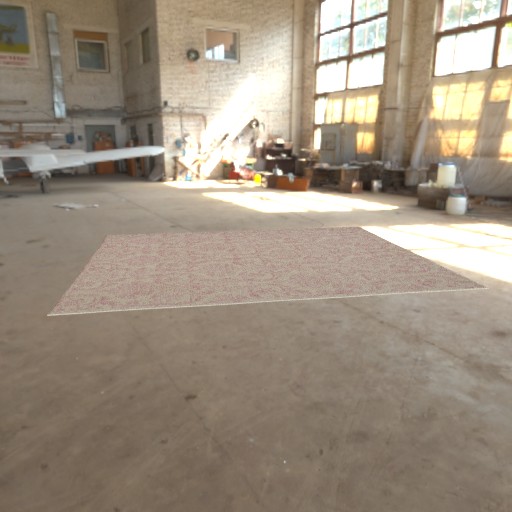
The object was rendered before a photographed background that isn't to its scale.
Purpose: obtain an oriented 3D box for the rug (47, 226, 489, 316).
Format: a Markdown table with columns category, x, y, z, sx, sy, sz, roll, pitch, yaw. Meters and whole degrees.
| category | x | y | z | sx | sy | sz | roll | pitch | yaw |
| --- | --- | --- | --- | --- | --- | --- | --- | --- | --- |
| rug | 0.000 | 0.000 | 4.051 | 2.980 | 0.012 | 2.363 | -2 | 15 | -9 |
